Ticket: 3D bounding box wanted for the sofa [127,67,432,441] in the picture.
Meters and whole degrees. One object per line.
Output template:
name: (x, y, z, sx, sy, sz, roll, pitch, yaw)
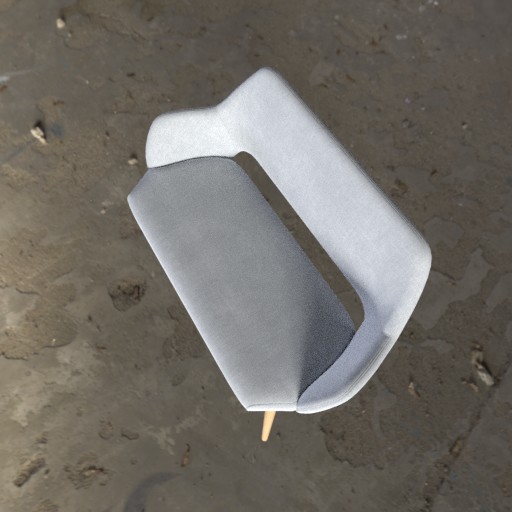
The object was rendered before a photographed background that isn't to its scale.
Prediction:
sofa: (0.000, 0.000, 1.587, 0.610, 0.840, 1.150, -29, 67, -13)
